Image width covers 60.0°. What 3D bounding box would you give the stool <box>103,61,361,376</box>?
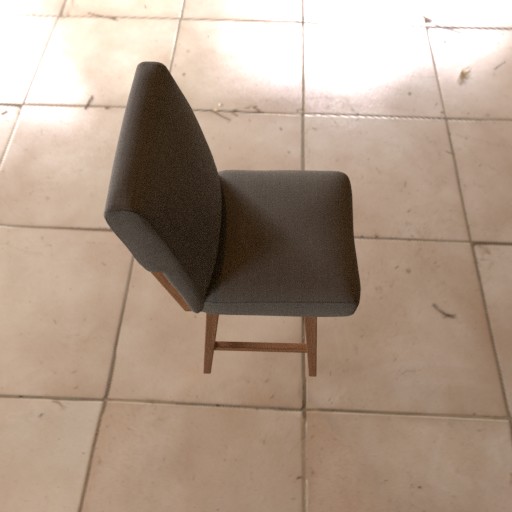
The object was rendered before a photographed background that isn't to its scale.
[{"bbox_3d":[0.000,0.000,1.381,0.570,1.112,0.483,1,62,1],"label":"stool"}]
